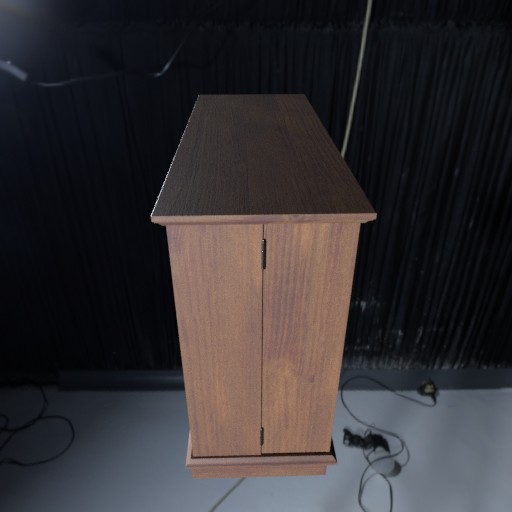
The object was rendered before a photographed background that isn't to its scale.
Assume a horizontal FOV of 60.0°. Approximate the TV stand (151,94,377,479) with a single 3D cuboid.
[{"bbox_3d":[0.000,0.000,1.462,0.406,0.813,1.067,-1,31,-1],"label":"TV stand"}]
